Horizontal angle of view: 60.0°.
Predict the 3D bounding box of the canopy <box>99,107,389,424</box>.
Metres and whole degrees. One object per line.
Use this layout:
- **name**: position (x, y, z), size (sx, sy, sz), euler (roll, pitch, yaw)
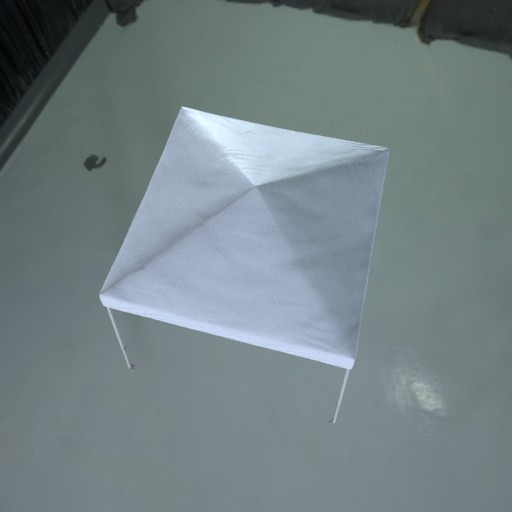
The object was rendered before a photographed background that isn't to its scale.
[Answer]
- **canopy**: position (0.000, 0.000, 6.572), size (3.600, 3.600, 3.599), euler (13, 65, 6)
